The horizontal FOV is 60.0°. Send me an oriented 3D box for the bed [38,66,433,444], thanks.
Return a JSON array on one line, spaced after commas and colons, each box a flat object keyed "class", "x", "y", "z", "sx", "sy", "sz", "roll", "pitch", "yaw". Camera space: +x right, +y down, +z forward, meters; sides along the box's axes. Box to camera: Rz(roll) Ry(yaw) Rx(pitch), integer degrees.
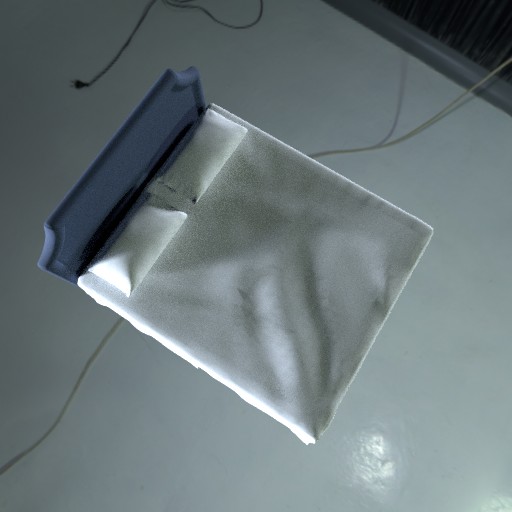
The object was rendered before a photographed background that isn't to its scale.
[{"class": "bed", "x": 0.000, "y": 0.000, "z": 4.024, "sx": 2.773, "sy": 1.488, "sz": 2.350, "roll": 31, "pitch": 78, "yaw": 8}]
